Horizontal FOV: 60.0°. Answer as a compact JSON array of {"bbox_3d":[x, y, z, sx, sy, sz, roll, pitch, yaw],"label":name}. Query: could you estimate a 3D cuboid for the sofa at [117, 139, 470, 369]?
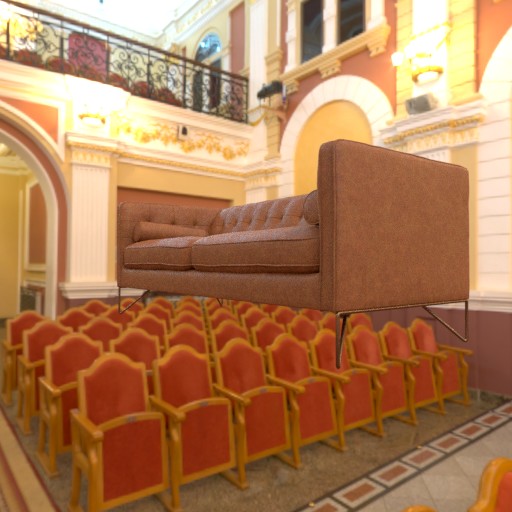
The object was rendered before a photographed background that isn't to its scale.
[{"bbox_3d":[0.000,0.000,2.565,0.912,0.798,2.079,1,-1,-37],"label":"sofa"}]
